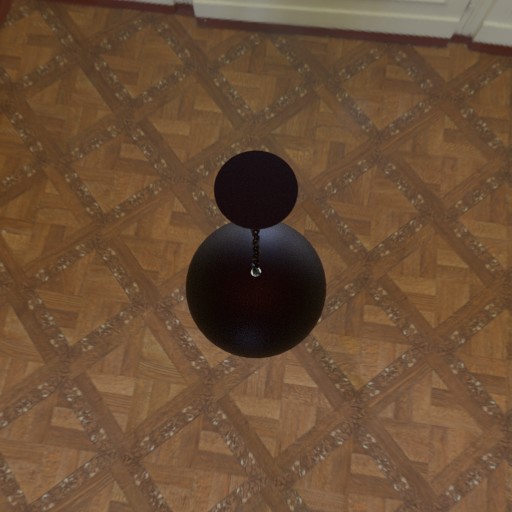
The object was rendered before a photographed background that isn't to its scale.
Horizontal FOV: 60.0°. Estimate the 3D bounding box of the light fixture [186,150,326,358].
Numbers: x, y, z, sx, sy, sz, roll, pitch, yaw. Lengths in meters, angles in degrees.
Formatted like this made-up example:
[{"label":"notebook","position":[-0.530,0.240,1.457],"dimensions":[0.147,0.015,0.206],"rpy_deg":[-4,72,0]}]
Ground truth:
[{"label":"light fixture","position":[0.000,0.000,1.146],"dimensions":[0.492,0.869,0.492],"rpy_deg":[-37,78,-9]}]
